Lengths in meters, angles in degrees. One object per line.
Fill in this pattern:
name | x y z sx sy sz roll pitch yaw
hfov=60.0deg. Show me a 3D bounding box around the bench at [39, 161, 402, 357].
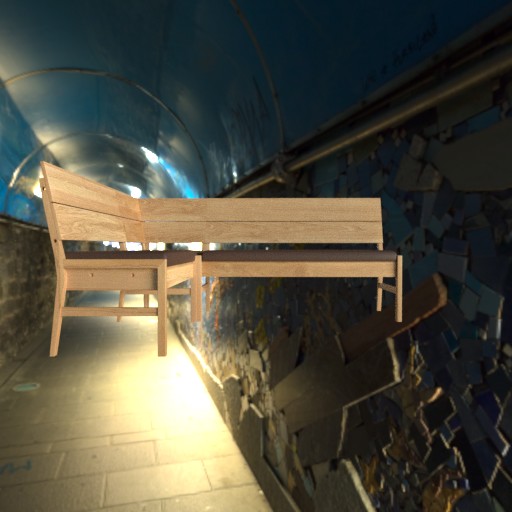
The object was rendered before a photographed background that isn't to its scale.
bench | 0.000 0.000 2.789 1.975 0.890 1.549 0 1 0
